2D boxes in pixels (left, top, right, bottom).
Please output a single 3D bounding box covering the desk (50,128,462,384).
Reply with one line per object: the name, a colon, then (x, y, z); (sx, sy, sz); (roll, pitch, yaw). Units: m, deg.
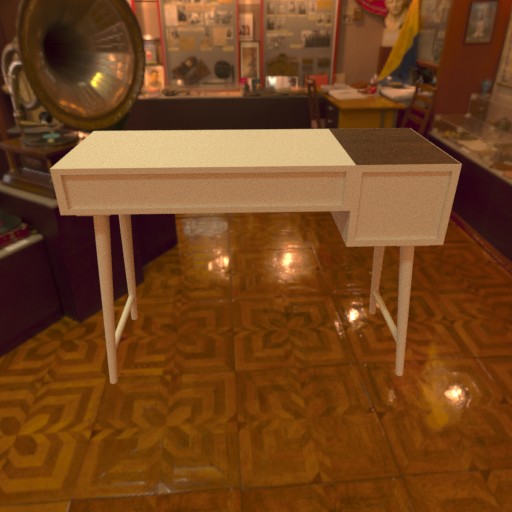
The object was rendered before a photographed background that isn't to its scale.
desk: (0.000, 0.000, 1.513); (1.069, 0.761, 0.409); (-1, 29, -2)
